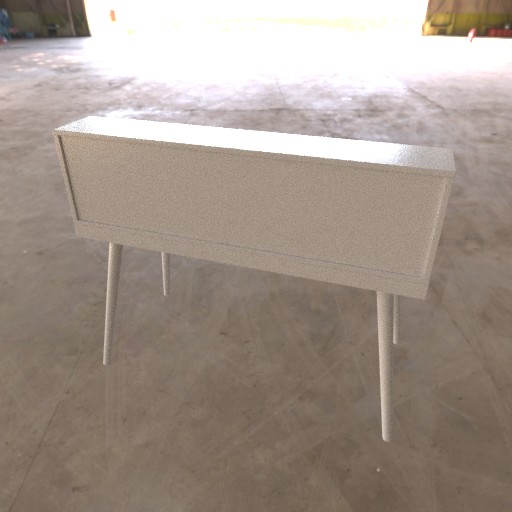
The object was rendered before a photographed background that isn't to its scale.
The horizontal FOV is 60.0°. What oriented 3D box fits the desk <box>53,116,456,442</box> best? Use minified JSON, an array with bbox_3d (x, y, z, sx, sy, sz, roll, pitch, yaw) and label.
[{"bbox_3d":[0.000,0.000,1.701,1.199,0.990,0.559,10,32,16],"label":"desk"}]
